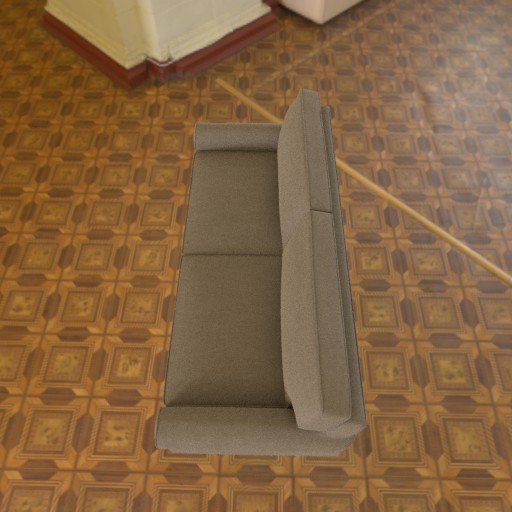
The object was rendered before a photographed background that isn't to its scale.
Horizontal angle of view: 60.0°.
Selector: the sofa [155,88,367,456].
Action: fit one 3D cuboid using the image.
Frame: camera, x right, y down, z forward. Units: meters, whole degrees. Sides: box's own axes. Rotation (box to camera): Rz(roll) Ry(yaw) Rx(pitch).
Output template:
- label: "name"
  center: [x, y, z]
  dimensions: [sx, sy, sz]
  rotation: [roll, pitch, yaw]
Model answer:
- label: "sofa"
  center: [0.000, 0.000, 2.726]
  dimensions: [0.991, 0.943, 2.248]
  rotation: [1, 57, 0]
